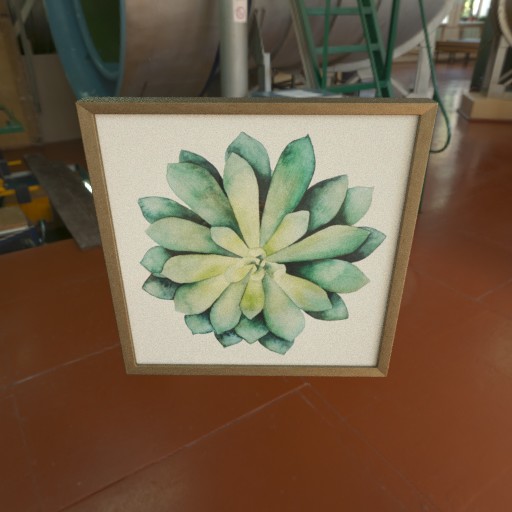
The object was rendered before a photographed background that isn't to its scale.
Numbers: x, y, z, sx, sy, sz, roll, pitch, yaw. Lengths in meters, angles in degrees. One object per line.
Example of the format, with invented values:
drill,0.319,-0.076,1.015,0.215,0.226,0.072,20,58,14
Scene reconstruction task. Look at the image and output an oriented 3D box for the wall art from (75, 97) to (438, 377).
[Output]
wall art,0.000,0.000,0.751,0.503,0.506,0.040,0,29,1
